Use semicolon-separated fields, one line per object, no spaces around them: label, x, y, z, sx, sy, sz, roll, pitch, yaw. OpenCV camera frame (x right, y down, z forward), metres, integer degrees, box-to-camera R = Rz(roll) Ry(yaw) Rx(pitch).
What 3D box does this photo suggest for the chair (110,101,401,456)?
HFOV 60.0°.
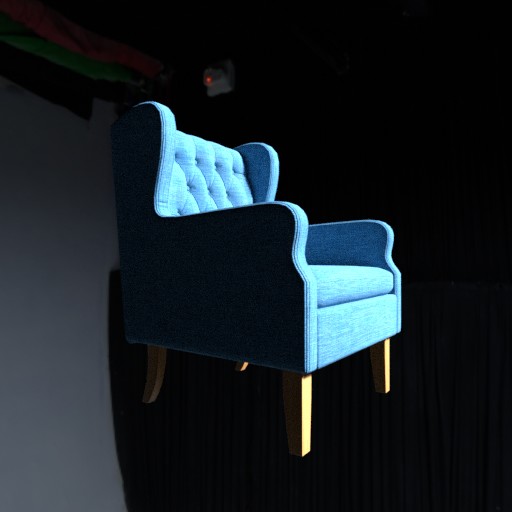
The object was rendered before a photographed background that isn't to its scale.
chair;0.000;0.000;1.511;0.775;0.952;0.711;0;0;35
